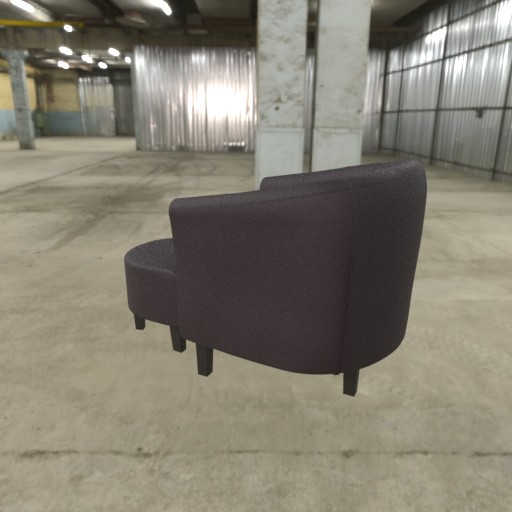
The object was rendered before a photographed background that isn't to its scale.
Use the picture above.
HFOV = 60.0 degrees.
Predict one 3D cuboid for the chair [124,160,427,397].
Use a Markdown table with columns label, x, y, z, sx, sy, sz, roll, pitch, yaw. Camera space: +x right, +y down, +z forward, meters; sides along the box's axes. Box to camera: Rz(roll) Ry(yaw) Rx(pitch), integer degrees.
| label | x | y | z | sx | sy | sz | roll | pitch | yaw |
| --- | --- | --- | --- | --- | --- | --- | --- | --- | --- |
| chair | 0.000 | 0.000 | 1.723 | 1.191 | 0.760 | 0.763 | 8 | 19 | 26 |
